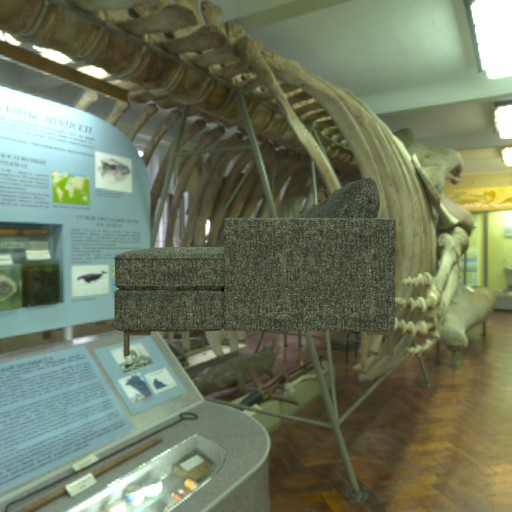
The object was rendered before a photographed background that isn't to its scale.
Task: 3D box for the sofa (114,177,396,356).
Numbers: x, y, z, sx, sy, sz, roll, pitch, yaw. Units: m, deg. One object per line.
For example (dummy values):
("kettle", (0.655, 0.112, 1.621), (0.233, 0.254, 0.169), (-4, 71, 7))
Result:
("sofa", (0.000, 0.000, 3.986), (1.488, 0.970, 3.384), (0, 2, 0))
